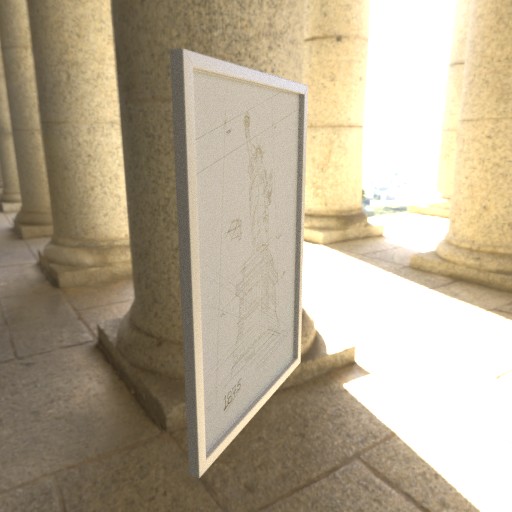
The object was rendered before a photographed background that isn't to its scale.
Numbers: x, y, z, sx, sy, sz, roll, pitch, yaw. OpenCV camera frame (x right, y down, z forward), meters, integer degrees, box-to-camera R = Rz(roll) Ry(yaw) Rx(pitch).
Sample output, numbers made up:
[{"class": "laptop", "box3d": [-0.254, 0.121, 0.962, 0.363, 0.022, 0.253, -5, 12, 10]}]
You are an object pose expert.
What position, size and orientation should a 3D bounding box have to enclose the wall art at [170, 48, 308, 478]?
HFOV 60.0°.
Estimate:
[{"class": "wall art", "box3d": [0.000, 0.000, 1.049, 0.026, 0.813, 0.556, 7, 16, 27]}]
